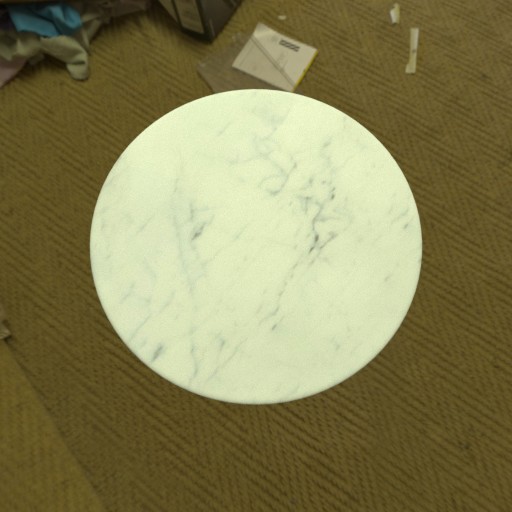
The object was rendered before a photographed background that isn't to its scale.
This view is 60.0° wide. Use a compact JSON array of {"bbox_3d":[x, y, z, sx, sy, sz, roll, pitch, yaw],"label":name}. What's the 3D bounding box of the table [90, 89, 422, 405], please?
[{"bbox_3d":[0.000,0.000,1.284,0.800,0.450,0.800,0,74,0],"label":"table"}]
